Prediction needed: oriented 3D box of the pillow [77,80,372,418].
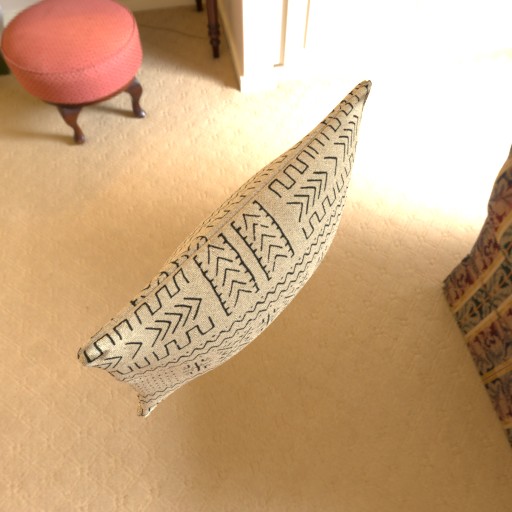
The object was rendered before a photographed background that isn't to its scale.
[{"bbox_3d":[0.000,0.000,0.776,0.188,0.352,0.637,35,66,19],"label":"pillow"}]
